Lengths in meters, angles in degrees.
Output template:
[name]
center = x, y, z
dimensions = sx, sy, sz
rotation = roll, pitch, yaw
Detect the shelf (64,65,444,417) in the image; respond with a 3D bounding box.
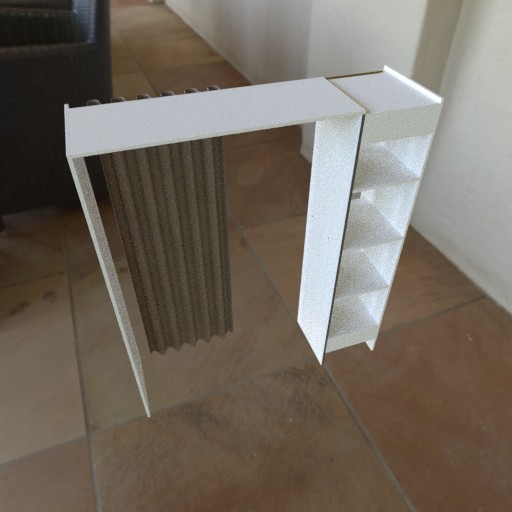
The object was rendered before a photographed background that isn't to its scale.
[shelf]
center = 0.000, 0.000, 2.549
dimensions = 1.600, 1.820, 0.500
rotation = -13, 43, -14
